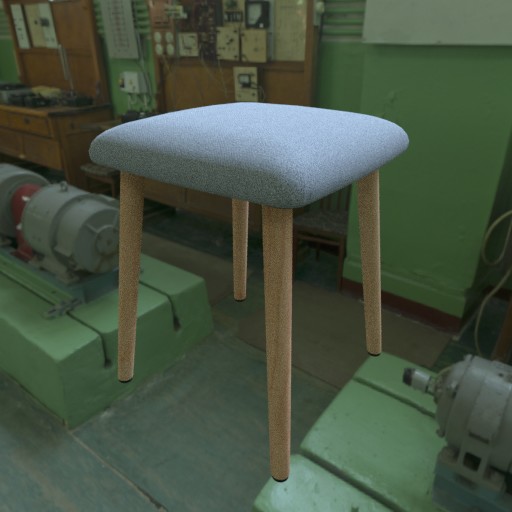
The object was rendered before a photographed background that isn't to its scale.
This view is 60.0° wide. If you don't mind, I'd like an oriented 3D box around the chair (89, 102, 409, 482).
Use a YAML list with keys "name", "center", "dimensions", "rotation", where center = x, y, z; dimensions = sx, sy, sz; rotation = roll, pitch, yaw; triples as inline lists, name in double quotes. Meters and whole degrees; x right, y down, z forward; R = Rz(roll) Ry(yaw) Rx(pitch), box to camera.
- name: "chair"
  center: [0.000, 0.000, 0.704]
  dimensions: [0.350, 0.440, 0.350]
  rotation: [18, 32, 32]
